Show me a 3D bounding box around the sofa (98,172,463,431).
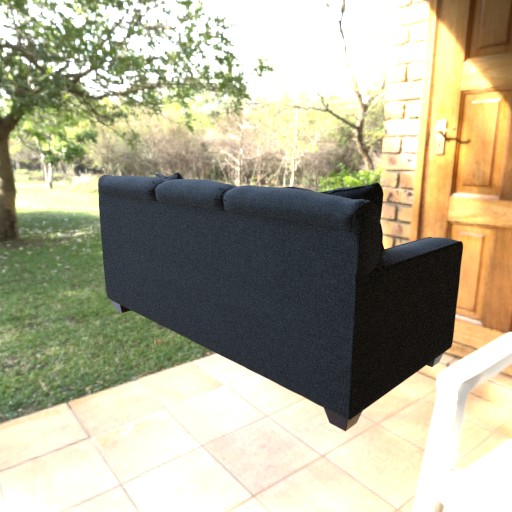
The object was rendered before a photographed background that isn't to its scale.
[{"bbox_3d":[0.000,0.000,2.610,0.997,0.958,2.024,-13,18,-43],"label":"sofa"}]
